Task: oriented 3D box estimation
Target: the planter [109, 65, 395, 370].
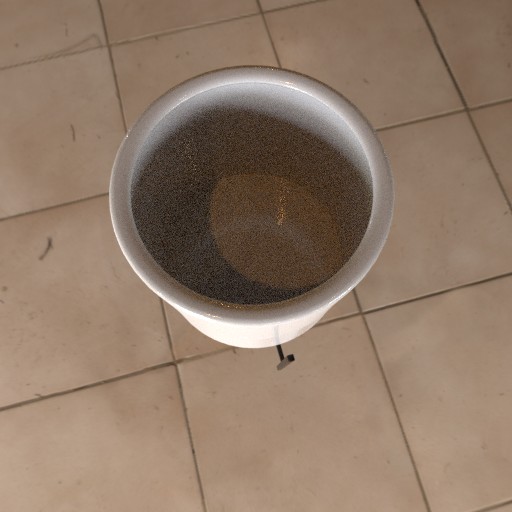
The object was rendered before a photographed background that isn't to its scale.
[{"bbox_3d":[0.000,0.000,0.732,0.360,0.480,0.361,-15,74,-4],"label":"planter"}]
